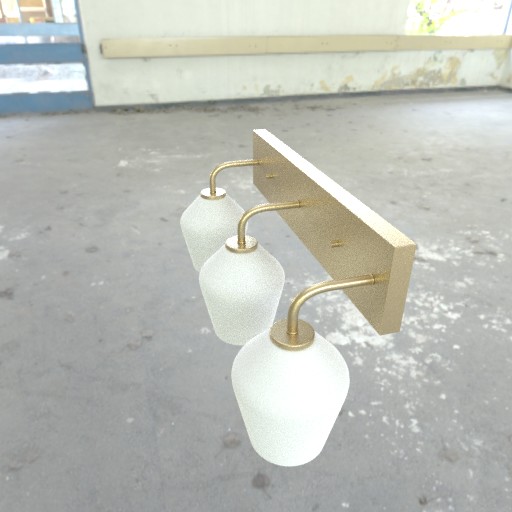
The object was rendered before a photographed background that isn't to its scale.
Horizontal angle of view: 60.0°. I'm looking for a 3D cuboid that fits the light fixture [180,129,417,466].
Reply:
[{"bbox_3d":[0.000,0.000,0.722,0.190,0.280,0.609,-8,30,-14],"label":"light fixture"}]
